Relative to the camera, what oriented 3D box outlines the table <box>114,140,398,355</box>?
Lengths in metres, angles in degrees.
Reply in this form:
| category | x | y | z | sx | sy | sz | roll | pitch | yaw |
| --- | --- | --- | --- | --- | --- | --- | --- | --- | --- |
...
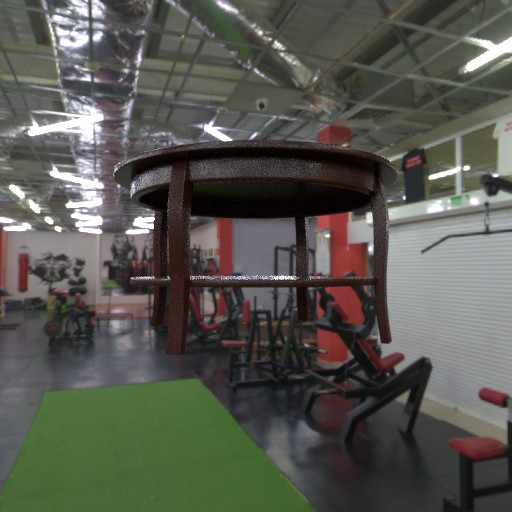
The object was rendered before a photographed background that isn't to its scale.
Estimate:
| category | x | y | z | sx | sy | sz | roll | pitch | yaw |
| --- | --- | --- | --- | --- | --- | --- | --- | --- | --- |
| table | 0.000 | 0.000 | 1.480 | 0.911 | 0.512 | 0.911 | 0 | -2 | 0 |
